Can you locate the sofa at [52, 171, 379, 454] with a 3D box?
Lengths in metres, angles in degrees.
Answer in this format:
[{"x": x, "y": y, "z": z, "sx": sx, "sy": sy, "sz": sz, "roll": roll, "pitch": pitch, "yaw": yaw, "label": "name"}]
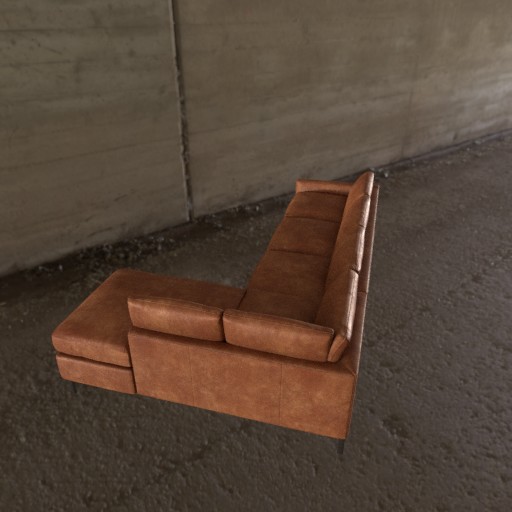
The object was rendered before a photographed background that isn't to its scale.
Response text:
[{"x": 0.000, "y": 0.000, "z": 3.881, "sx": 1.938, "sy": 0.877, "sz": 2.984, "roll": 8, "pitch": 31, "yaw": 13, "label": "sofa"}]
